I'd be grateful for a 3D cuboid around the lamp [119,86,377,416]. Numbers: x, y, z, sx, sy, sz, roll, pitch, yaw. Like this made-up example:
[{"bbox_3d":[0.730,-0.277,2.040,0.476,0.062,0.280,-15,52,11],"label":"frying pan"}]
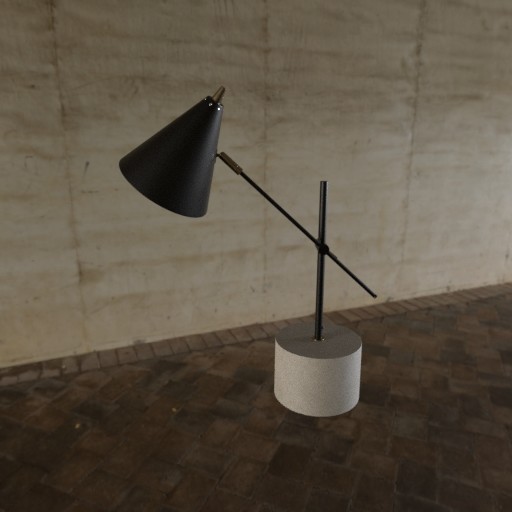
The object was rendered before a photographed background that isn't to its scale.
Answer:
[{"bbox_3d":[0.000,0.000,0.731,0.403,0.518,0.214,3,15,10],"label":"lamp"}]
